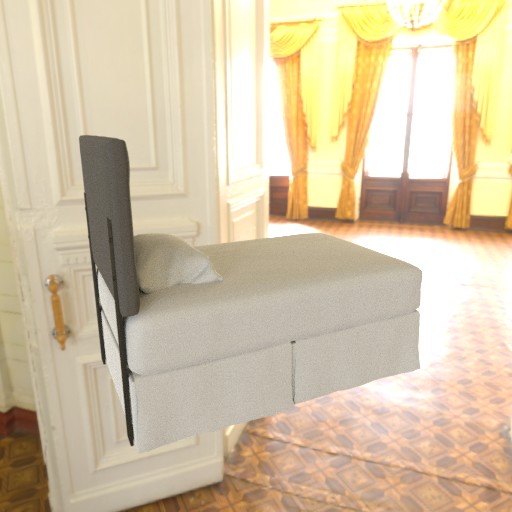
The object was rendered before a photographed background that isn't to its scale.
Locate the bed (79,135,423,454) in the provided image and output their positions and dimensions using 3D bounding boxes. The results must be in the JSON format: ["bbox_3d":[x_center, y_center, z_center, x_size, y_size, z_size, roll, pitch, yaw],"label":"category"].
[{"bbox_3d":[0.000,0.000,2.980,1.997,1.571,1.261,-8,18,-26],"label":"bed"}]
